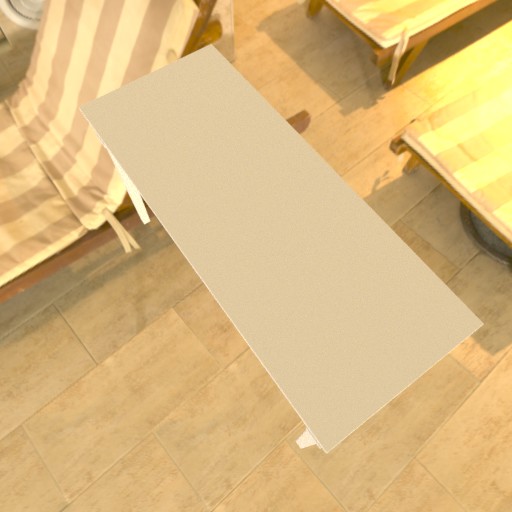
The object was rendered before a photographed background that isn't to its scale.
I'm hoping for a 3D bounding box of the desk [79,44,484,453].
[{"bbox_3d":[0.000,0.000,1.737,0.559,0.774,1.372,-33,68,-15],"label":"desk"}]
